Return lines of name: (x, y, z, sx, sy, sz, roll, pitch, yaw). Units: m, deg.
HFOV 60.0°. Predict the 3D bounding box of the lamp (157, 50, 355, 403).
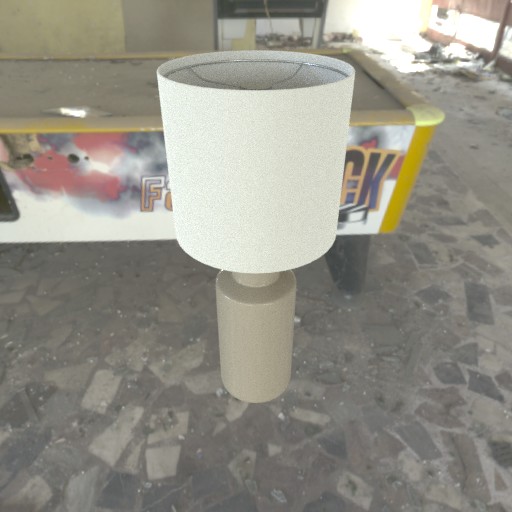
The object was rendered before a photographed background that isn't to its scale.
lamp: (0.000, 0.000, 0.617, 0.212, 0.493, 0.212, 22, 39, 29)
